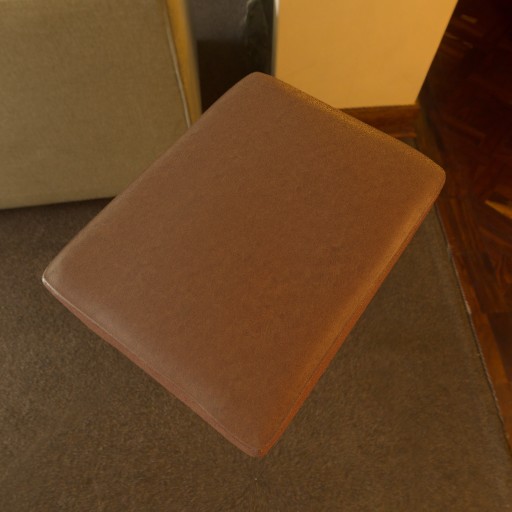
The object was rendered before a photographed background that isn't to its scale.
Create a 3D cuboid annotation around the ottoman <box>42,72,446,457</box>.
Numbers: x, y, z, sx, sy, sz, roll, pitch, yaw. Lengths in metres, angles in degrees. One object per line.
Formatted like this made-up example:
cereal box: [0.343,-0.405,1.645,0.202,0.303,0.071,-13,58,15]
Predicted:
ottoman: [0.000,0.000,1.240,0.650,0.485,0.851,33,68,15]
